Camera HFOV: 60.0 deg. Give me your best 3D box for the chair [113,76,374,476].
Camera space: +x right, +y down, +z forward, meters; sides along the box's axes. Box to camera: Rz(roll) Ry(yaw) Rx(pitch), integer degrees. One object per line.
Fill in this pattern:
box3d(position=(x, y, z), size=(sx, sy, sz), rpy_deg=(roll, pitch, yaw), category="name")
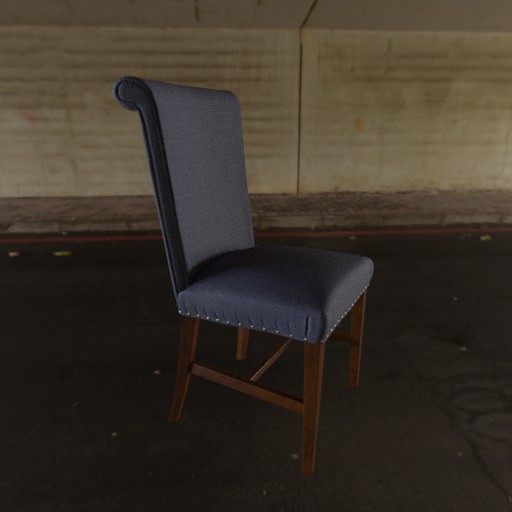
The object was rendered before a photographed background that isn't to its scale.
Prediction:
box3d(position=(0.000, 0.000, 1.334), size=(0.608, 0.988, 0.513), rpy_deg=(8, 18, 26), category="chair")
